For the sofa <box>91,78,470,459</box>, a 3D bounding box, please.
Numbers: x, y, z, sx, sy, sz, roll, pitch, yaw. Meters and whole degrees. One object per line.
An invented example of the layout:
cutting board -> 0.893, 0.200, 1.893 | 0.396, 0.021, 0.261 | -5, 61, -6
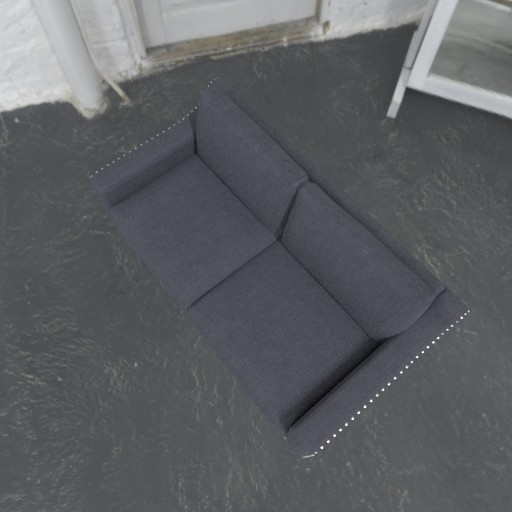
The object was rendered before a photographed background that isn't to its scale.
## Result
sofa -> 0.000, 0.000, 3.310 | 1.336, 1.196, 2.550 | -37, 70, -16
